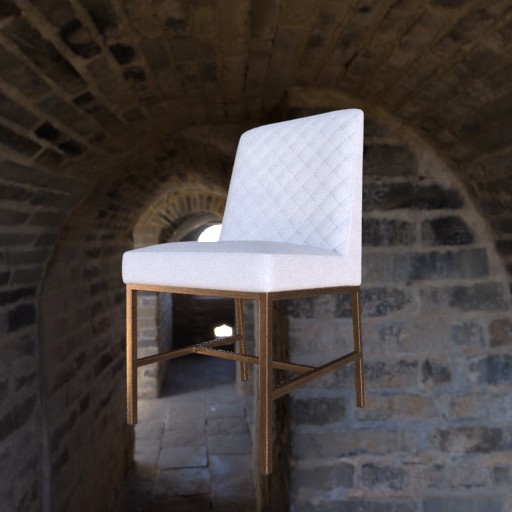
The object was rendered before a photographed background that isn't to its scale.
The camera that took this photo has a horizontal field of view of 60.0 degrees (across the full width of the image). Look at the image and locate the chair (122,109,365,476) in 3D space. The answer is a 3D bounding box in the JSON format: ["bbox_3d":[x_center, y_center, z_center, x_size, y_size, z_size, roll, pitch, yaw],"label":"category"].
[{"bbox_3d":[0.000,0.000,1.310,0.503,0.933,0.597,1,1,37],"label":"chair"}]
